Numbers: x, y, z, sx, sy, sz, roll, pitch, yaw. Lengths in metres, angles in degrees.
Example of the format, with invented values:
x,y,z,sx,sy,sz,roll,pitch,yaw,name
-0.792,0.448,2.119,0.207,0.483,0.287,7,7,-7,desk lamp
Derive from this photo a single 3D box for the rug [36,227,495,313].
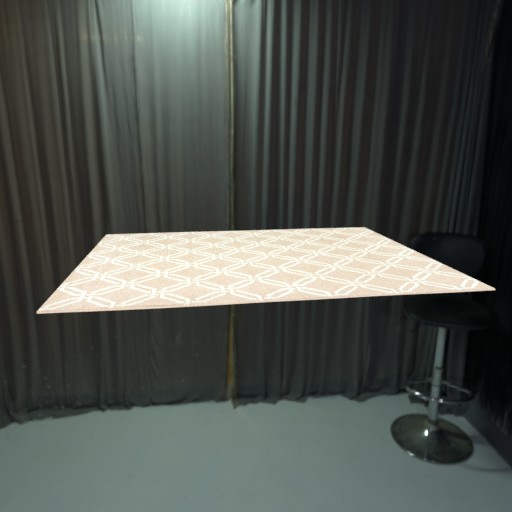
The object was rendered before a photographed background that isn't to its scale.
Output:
x,y,z,sx,sy,sz,roll,pitch,yaw,name
0.000,0.000,3.847,2.895,0.018,2.288,-2,14,-8,rug
